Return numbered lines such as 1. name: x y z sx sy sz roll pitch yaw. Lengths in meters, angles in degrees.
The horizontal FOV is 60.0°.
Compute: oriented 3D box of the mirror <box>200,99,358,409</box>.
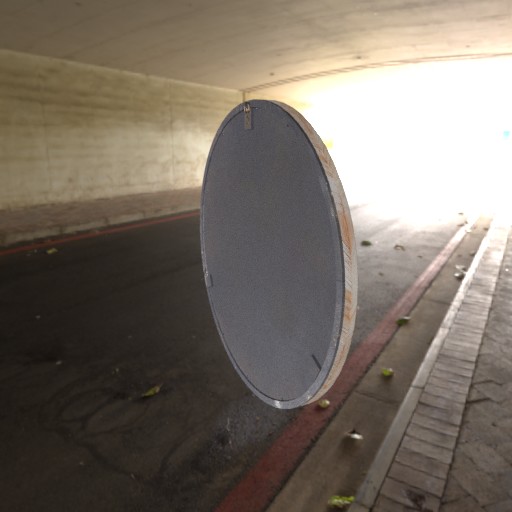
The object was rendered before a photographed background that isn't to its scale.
1. mirror: 0.000 0.000 1.067 0.038 0.710 0.710 -7 15 -26
